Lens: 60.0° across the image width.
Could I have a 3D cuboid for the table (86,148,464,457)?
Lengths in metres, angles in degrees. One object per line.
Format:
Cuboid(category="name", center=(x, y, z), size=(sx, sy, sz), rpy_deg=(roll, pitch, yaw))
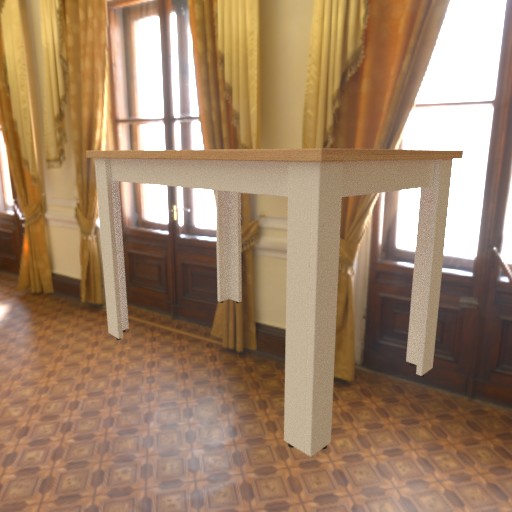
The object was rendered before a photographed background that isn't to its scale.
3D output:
Cuboid(category="table", center=(0.000, 0.000, 1.583), size=(0.700, 0.734, 1.100), rpy_deg=(-12, 18, -43))
